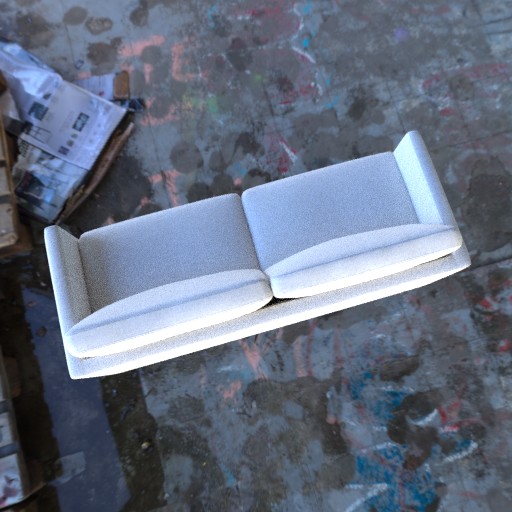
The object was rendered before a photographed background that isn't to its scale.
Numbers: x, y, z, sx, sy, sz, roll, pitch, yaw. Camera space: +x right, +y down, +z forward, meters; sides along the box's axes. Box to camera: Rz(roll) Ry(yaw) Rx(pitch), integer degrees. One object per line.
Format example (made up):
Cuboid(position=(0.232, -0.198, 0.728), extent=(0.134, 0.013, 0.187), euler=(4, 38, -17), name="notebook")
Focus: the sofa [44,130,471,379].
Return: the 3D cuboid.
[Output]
Cuboid(position=(0.000, 0.000, 2.907), extent=(2.434, 0.965, 0.948), euler=(-15, 78, -3), name="sofa")
